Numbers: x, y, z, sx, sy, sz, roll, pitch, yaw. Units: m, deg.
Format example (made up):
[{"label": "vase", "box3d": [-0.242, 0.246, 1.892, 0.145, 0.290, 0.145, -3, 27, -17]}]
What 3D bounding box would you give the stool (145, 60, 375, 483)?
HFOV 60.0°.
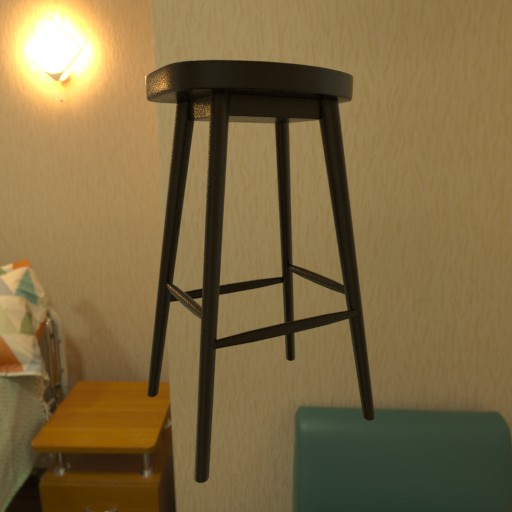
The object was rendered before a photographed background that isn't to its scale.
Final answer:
[{"label": "stool", "box3d": [0.000, 0.000, 0.985, 0.440, 0.749, 0.361, -7, 15, -27]}]
